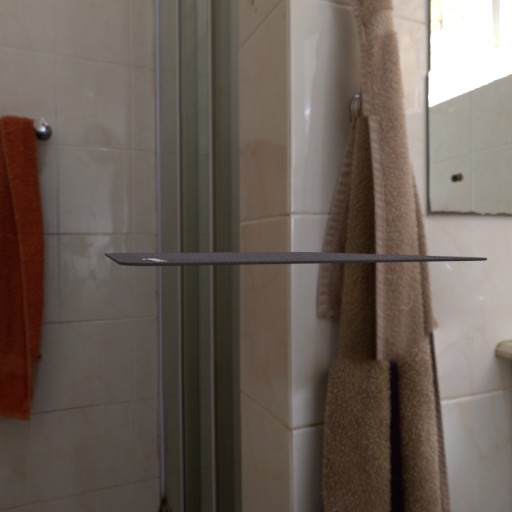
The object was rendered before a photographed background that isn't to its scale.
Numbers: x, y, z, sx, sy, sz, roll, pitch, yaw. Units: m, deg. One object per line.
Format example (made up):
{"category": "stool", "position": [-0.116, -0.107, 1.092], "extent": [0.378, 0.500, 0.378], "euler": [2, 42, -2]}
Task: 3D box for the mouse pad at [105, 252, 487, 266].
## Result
{"category": "mouse pad", "position": [0.000, 0.000, 0.427], "extent": [0.269, 0.002, 0.315], "euler": [-1, 1, -21]}
